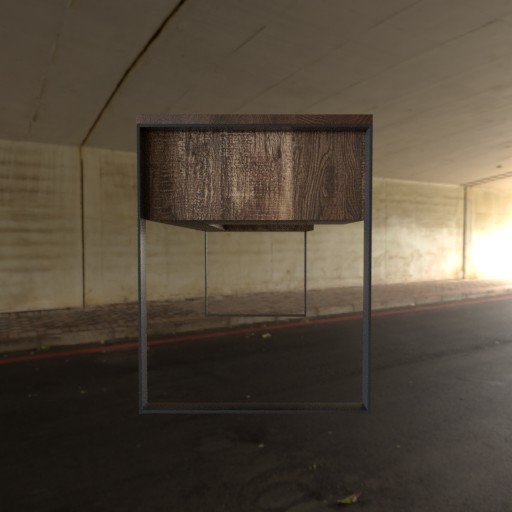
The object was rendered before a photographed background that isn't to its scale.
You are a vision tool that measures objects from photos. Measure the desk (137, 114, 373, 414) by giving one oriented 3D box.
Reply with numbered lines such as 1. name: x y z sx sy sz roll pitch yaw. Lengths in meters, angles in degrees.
1. desk: 0.000 0.000 1.888 0.599 0.762 1.524 0 2 0
